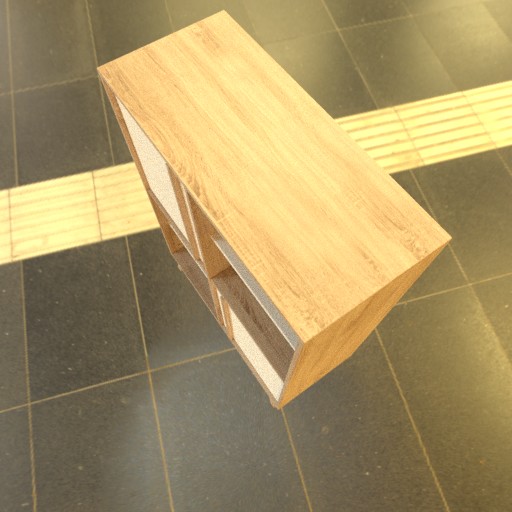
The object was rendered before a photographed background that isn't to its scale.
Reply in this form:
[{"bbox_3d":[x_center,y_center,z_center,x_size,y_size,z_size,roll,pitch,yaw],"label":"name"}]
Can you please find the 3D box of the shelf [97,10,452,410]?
[{"bbox_3d":[0.000,0.000,1.809,0.450,1.390,1.000,-32,69,-14],"label":"shelf"}]
